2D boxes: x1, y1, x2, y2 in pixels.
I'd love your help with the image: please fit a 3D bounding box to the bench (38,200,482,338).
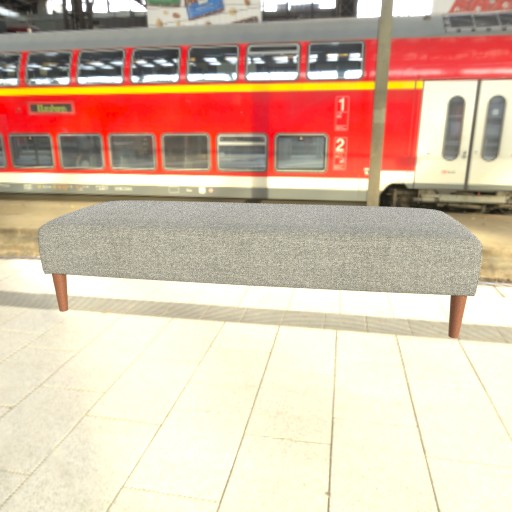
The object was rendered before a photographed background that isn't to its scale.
[{"bbox_3d":[0.000,0.000,1.875,1.598,0.384,0.631,3,16,9],"label":"bench"}]
